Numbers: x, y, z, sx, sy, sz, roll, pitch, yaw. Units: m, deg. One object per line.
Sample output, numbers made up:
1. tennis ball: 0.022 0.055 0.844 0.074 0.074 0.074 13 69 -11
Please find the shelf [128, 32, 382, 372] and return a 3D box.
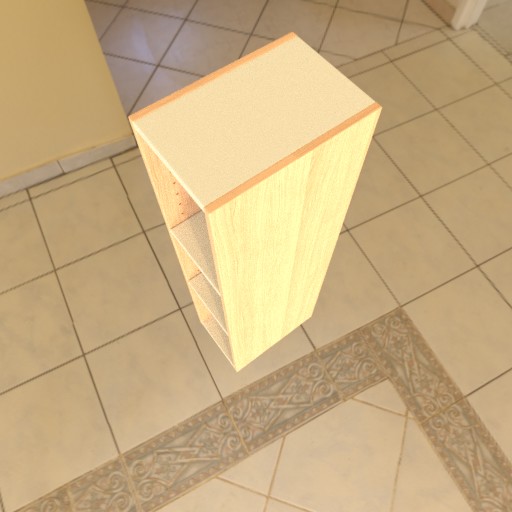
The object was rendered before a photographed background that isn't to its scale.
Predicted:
1. shelf: 0.000 0.000 1.002 0.290 0.882 0.197 -34 68 -16
